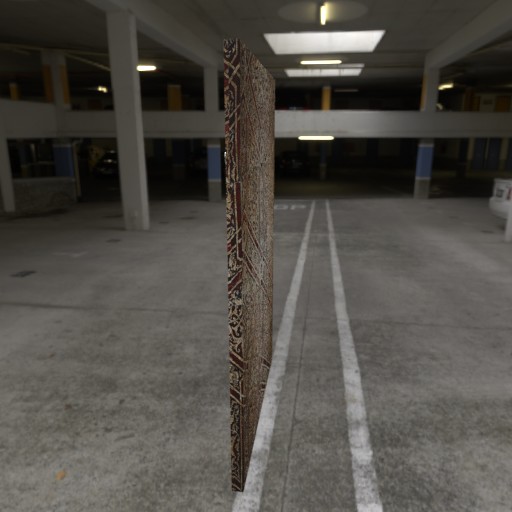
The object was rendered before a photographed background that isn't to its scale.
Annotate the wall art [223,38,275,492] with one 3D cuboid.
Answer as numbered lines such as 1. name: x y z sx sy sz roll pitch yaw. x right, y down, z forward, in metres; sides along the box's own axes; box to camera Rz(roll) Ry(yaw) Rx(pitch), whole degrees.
1. wall art: 0.000 0.000 1.134 0.030 0.904 0.599 2 16 8
